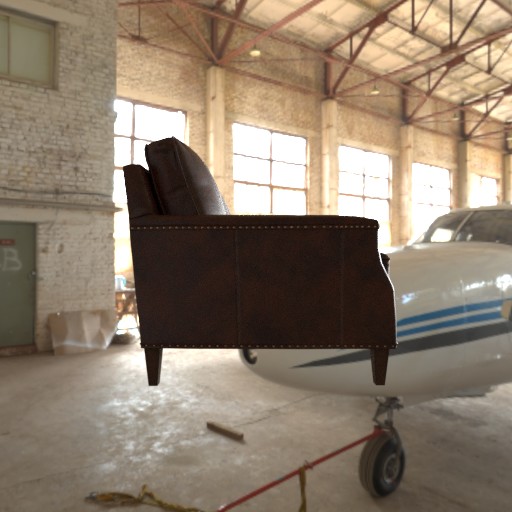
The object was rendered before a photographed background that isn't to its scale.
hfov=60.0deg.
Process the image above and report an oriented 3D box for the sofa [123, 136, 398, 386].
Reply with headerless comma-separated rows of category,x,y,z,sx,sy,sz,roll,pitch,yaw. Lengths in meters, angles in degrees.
sofa,0.000,0.000,2.793,1.084,1.003,2.240,0,0,-1
